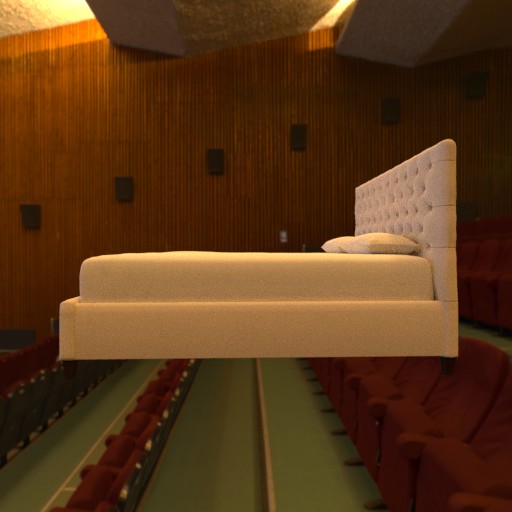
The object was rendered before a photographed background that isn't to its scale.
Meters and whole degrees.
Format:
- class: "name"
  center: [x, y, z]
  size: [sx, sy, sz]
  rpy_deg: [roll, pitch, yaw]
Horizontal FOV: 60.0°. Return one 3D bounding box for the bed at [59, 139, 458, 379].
- class: "bed"
  center: [0.000, 0.000, 3.642]
  size: [2.387, 1.427, 2.078]
  rpy_deg: [0, 1, -2]
